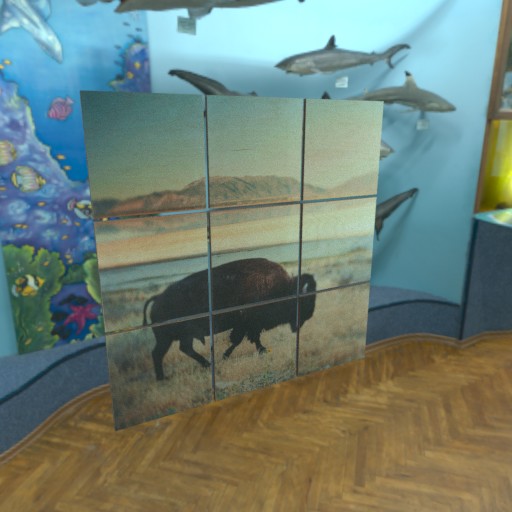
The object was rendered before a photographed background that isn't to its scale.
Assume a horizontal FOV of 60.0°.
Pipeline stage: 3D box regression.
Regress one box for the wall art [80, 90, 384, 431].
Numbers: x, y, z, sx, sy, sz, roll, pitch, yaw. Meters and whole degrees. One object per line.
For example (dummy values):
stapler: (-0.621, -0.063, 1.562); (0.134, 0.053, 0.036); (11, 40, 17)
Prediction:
wall art: (0.000, 0.000, 1.335); (0.906, 0.904, 0.018); (-8, 18, -27)
